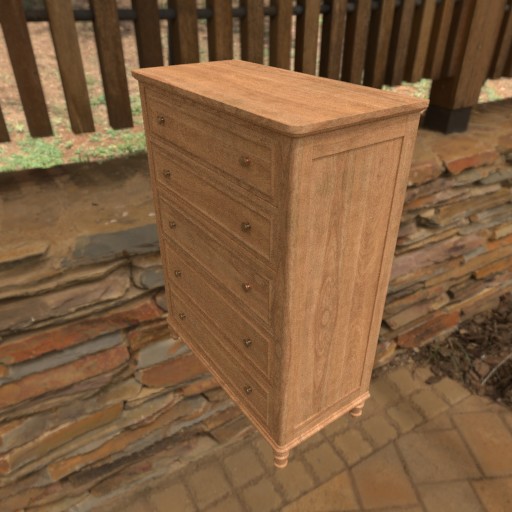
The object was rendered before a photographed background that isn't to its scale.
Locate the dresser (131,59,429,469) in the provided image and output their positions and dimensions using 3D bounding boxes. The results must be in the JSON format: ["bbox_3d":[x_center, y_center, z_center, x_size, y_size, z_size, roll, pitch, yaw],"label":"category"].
[{"bbox_3d":[0.000,0.000,1.781,0.484,1.318,0.973,-20,37,-30],"label":"dresser"}]
